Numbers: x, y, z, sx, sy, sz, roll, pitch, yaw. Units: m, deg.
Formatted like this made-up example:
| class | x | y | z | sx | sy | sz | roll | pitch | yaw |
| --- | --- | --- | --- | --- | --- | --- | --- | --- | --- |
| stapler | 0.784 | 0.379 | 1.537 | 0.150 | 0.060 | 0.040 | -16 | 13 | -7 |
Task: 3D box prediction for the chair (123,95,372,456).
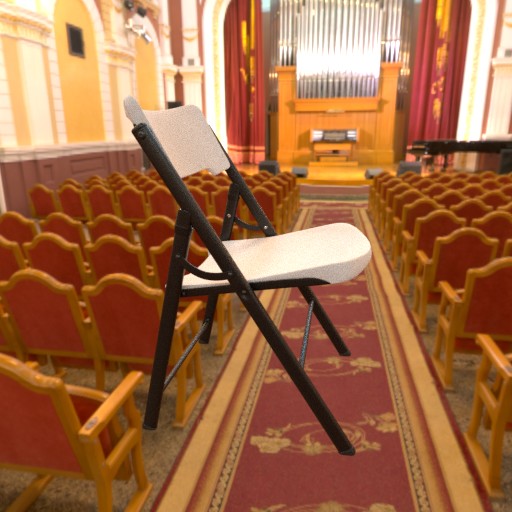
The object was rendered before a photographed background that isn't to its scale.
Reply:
| class | x | y | z | sx | sy | sz | roll | pitch | yaw |
| --- | --- | --- | --- | --- | --- | --- | --- | --- | --- |
| chair | 0.000 | 0.000 | 1.147 | 0.577 | 0.765 | 0.482 | 3 | 16 | 10 |
